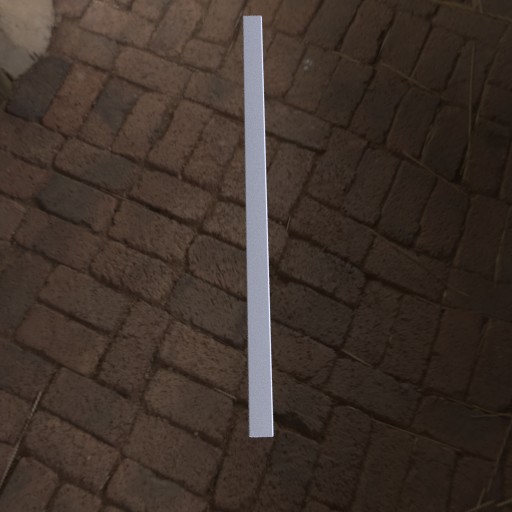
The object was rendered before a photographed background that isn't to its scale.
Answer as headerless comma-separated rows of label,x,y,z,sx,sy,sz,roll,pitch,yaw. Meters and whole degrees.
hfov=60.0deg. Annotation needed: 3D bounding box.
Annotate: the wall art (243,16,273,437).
wall art,0.000,0.000,1.128,0.036,0.760,0.760,-1,75,0
